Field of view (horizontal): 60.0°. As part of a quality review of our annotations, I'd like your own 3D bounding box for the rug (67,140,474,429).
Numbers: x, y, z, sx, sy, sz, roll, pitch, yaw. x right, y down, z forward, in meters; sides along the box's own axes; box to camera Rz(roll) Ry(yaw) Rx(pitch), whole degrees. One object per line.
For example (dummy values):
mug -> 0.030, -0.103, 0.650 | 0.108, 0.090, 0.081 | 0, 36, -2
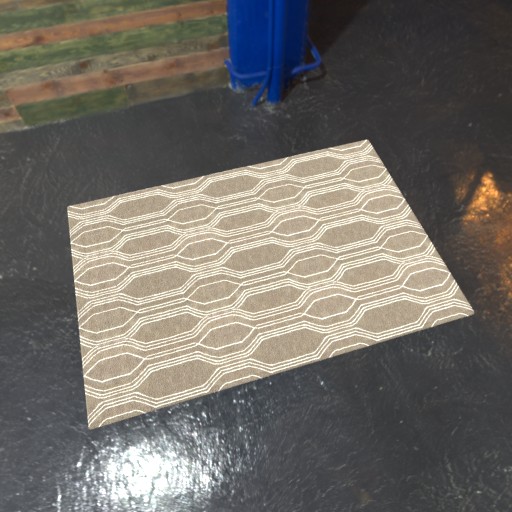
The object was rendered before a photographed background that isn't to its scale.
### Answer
rug -> 0.000, 0.000, 2.310 | 1.836, 0.012, 1.239 | -14, 59, -9
